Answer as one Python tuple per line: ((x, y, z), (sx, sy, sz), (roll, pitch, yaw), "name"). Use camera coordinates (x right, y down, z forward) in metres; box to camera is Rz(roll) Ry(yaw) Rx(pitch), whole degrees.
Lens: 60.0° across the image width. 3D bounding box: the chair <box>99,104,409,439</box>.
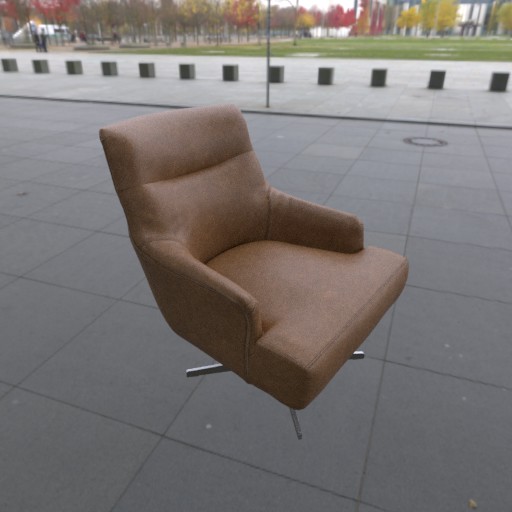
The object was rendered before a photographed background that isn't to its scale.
((0.000, 0.000, 1.507), (0.874, 0.869, 0.729), (18, 32, 32), "chair")
